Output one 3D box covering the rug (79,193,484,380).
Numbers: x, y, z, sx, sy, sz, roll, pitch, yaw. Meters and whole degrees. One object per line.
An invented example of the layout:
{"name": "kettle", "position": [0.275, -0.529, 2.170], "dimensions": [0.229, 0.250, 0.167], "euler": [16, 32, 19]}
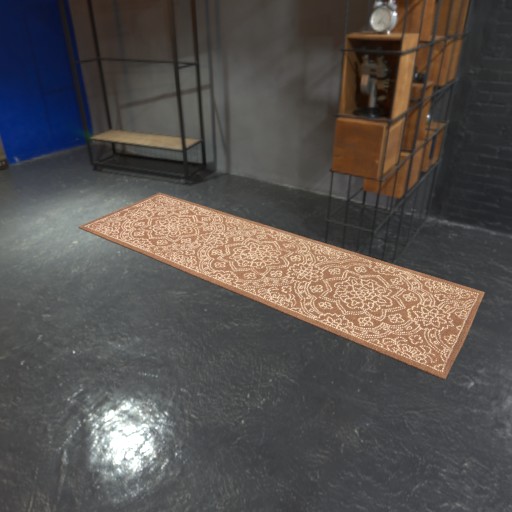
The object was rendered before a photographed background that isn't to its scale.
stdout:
{"name": "rug", "position": [0.000, 0.000, 2.693], "dimensions": [2.448, 0.012, 0.769], "euler": [19, 35, 30]}
